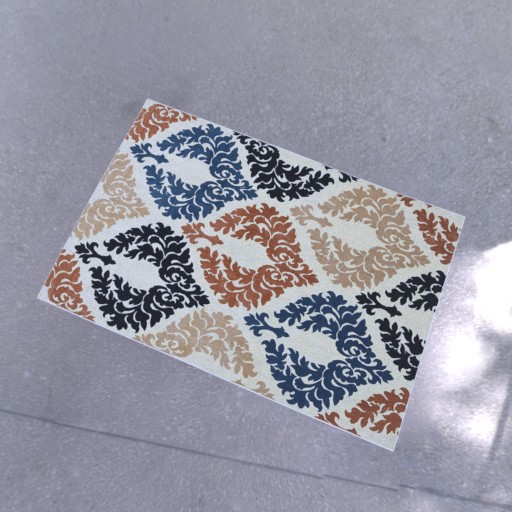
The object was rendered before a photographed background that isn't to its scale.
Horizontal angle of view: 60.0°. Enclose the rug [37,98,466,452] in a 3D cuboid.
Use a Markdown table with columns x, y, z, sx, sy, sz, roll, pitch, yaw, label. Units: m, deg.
| x | y | z | sx | sy | sz | roll | pitch | yaw | label |
| --- | --- | --- | --- | --- | --- | --- | --- | --- | --- |
| 0.000 | 0.000 | 2.762 | 2.275 | 0.014 | 1.514 | 22 | 76 | 6 | rug |
